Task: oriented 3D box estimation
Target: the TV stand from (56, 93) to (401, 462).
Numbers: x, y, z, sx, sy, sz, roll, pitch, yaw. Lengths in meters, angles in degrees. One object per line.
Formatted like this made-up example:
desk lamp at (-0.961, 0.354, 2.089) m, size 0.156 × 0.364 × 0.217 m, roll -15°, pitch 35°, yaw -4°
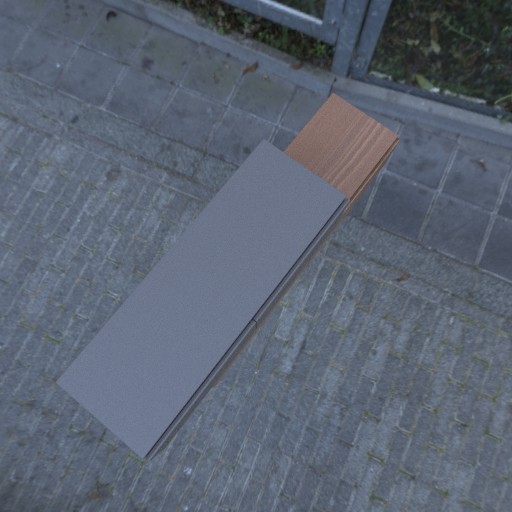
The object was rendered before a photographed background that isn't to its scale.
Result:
TV stand at (0.000, 0.000, 1.584) m, size 0.329 × 0.591 × 1.336 m, roll 37°, pitch 78°, yaw 9°
